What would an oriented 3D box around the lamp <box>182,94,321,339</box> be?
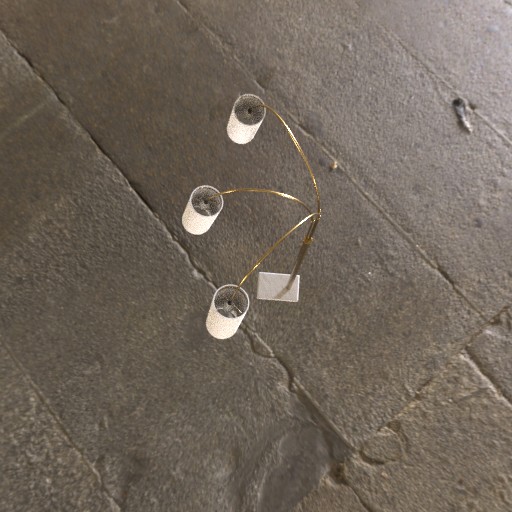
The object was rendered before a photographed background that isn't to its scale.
[{"bbox_3d":[0.000,0.000,2.512,0.667,2.055,1.020,5,76,1],"label":"lamp"}]
